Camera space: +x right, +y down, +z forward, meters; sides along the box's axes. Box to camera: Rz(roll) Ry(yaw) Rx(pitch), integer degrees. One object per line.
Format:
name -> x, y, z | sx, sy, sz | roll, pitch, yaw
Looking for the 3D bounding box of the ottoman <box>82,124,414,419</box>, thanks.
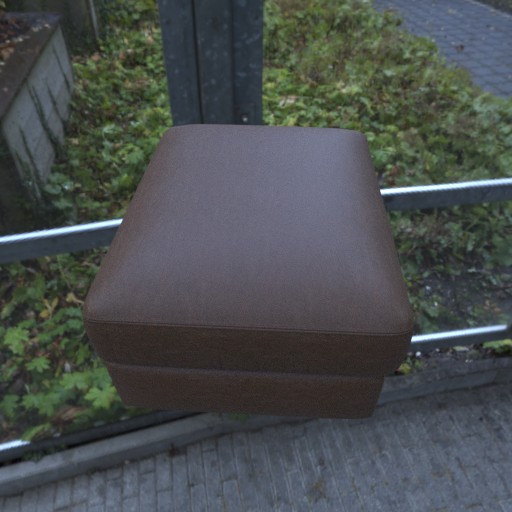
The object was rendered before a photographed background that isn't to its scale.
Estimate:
ottoman -> 0.000, 0.000, 1.181 | 0.635, 0.508, 0.787 | 2, 42, 2
